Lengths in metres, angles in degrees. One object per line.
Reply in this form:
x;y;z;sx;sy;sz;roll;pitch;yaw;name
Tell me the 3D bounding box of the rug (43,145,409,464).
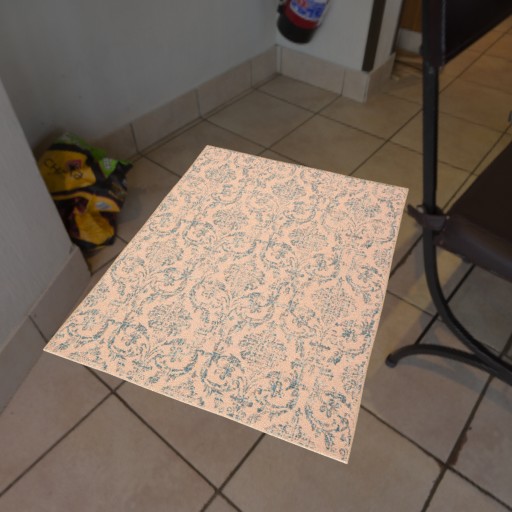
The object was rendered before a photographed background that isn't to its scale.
0.000;0.000;4.055;2.363;0.012;2.980;15;49;14;rug
